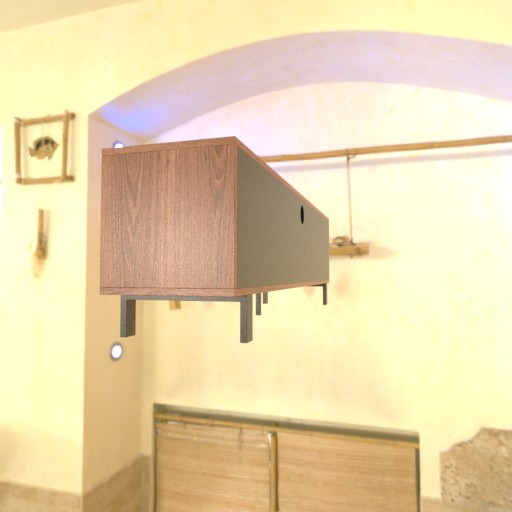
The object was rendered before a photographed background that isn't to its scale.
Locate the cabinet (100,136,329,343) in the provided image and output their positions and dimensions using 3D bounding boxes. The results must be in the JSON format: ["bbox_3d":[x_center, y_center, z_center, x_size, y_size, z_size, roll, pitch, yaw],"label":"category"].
[{"bbox_3d":[0.000,0.000,1.883,0.400,0.500,1.650,-1,-2,17],"label":"cabinet"}]
